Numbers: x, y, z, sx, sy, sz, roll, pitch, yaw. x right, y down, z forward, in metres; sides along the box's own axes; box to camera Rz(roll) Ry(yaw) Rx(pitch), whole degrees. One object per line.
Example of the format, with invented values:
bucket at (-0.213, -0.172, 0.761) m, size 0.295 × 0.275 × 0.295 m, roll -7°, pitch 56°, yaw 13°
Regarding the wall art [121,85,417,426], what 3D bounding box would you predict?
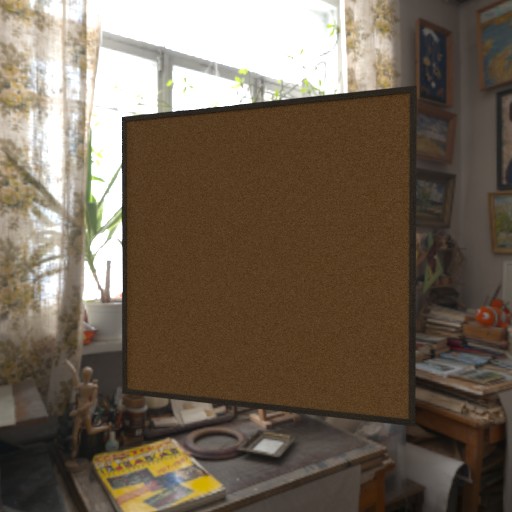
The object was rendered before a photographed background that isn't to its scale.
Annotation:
wall art at (0.000, 0.000, 1.118) m, size 0.758 × 0.758 × 0.039 m, roll 0°, pitch 1°, yaw 18°
